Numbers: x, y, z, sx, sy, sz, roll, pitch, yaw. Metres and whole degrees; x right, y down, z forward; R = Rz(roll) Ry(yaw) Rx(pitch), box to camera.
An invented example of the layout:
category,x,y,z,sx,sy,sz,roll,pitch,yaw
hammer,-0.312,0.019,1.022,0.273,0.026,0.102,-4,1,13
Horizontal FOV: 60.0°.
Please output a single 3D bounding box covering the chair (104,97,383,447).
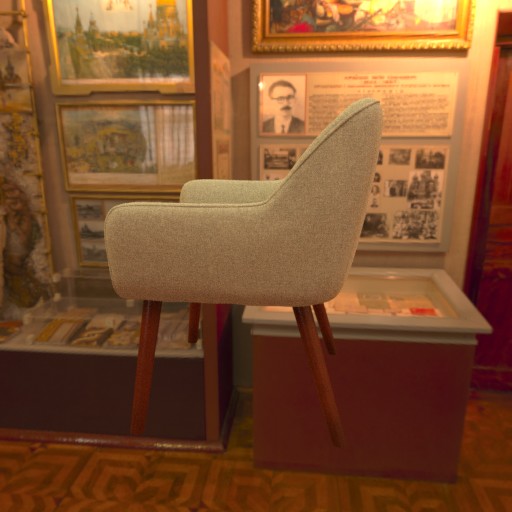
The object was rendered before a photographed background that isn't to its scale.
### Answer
category,x,y,z,sx,sy,sz,roll,pitch,yaw
chair,0.000,0.000,1.252,0.610,0.813,0.610,2,15,7
